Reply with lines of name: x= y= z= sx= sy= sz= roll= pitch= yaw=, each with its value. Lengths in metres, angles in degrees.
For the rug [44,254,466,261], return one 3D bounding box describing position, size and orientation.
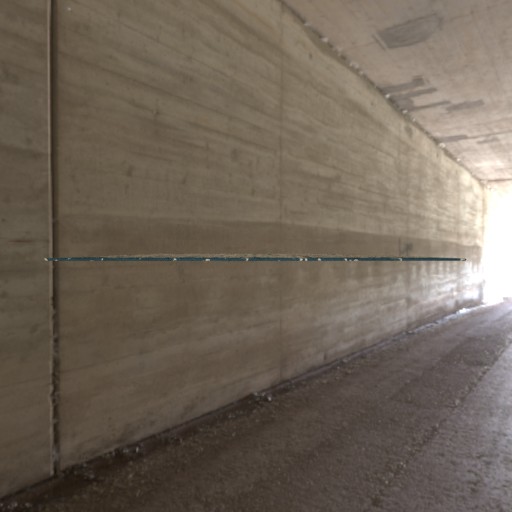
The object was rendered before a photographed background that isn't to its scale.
rug: x=0.000 y=0.000 z=4.037 sx=2.416 sy=0.014 sz=3.017 roll=0 pitch=1 yaw=0
